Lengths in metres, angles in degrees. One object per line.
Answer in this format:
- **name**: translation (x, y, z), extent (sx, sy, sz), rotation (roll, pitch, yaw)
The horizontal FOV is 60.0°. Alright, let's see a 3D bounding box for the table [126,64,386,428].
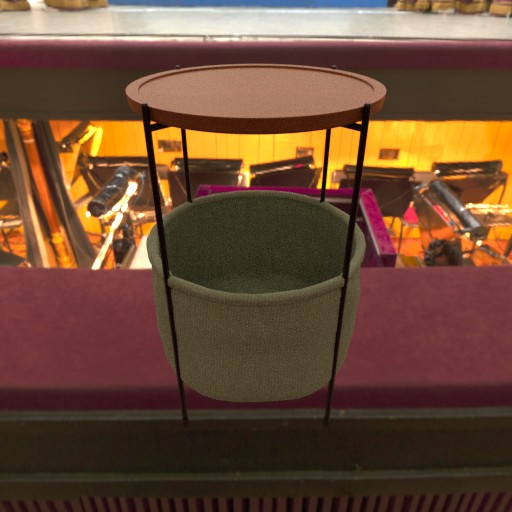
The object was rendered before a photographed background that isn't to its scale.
- **table**: translation (0.000, 0.000, 0.837), extent (0.400, 0.623, 0.400), rotation (0, 32, 0)
